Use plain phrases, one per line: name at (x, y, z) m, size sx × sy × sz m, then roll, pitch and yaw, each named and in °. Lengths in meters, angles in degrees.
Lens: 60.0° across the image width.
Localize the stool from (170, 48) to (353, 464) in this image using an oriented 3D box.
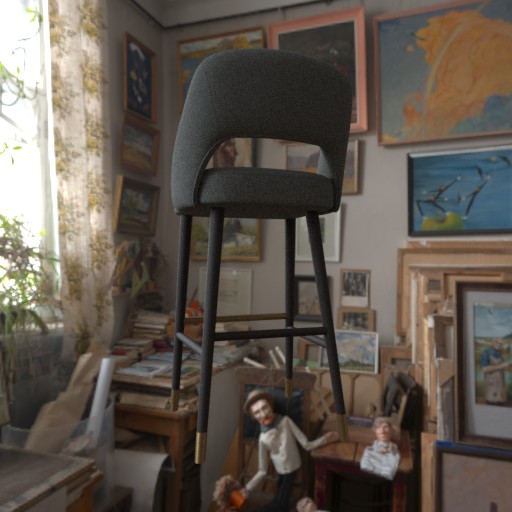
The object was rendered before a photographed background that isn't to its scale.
stool at (0.000, 0.000, 1.405) m, size 0.536 × 1.089 × 0.524 m, roll 0°, pitch 0°, yaw -19°
